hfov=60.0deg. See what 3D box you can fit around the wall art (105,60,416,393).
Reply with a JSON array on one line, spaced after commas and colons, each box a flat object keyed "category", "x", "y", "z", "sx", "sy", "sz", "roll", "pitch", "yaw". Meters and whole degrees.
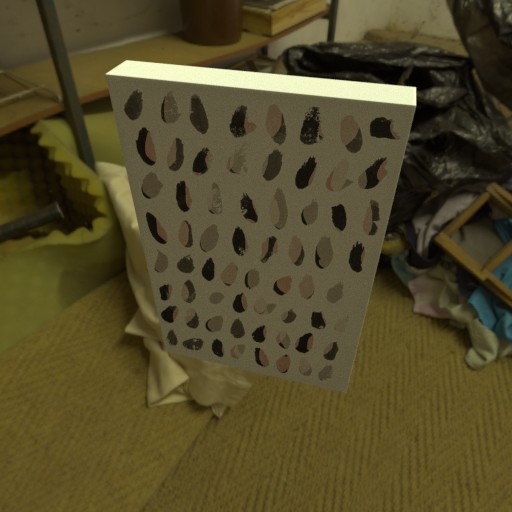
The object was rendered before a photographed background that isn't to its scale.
[{"category": "wall art", "x": 0.000, "y": 0.000, "z": 0.487, "sx": 0.252, "sy": 0.381, "sz": 0.039, "roll": 10, "pitch": 42, "yaw": 11}]
